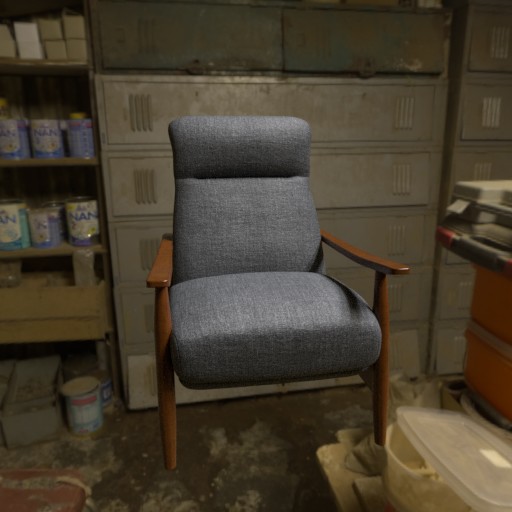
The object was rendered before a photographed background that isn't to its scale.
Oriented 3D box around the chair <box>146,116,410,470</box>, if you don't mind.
[{"bbox_3d":[0.000,0.000,1.750,0.762,1.082,1.030,-3,16,-9],"label":"chair"}]
